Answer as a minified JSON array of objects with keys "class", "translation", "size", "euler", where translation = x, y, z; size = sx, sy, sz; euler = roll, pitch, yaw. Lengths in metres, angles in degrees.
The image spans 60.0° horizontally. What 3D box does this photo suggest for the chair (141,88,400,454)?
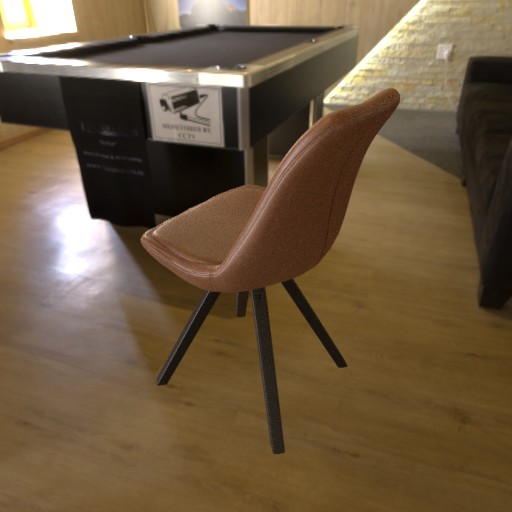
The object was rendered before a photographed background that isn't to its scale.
[{"class":"chair","translation":[0.000,0.000,1.155],"size":[0.550,0.850,0.475],"euler":[20,37,30]}]
